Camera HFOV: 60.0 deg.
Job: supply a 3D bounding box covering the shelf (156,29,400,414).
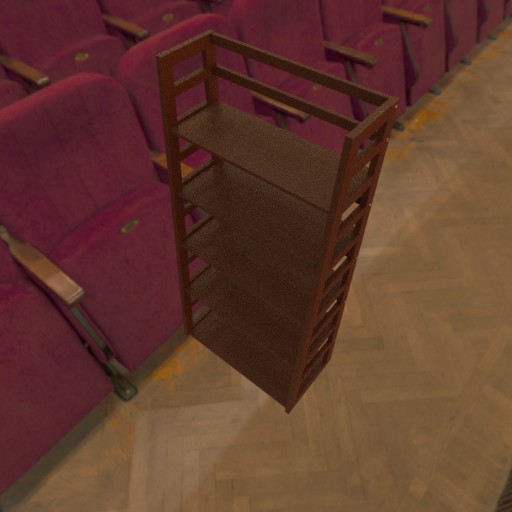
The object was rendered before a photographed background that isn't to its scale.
[{"bbox_3d":[0.000,0.000,1.955,0.763,1.600,0.403,32,56,24],"label":"shelf"}]
